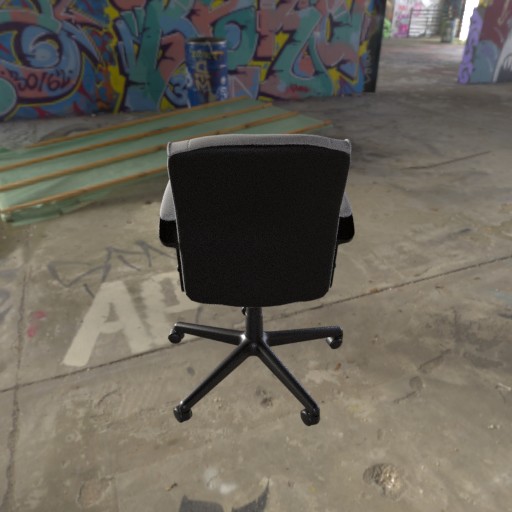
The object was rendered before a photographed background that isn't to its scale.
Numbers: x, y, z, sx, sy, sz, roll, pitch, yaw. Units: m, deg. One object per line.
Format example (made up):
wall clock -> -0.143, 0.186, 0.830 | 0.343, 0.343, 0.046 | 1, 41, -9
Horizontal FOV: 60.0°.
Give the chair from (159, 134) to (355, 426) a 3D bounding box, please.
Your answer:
chair -> 0.000, 0.000, 1.540 | 0.739, 1.004, 0.717 | -1, 30, -2
